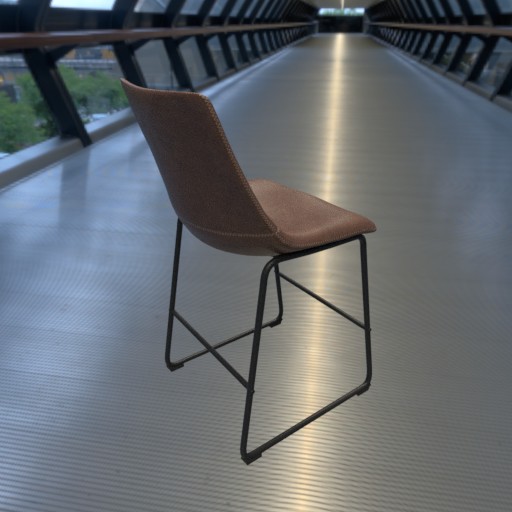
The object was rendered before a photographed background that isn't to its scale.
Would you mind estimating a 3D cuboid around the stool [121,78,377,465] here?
[{"bbox_3d":[0.000,0.000,1.190,0.550,0.890,0.460,-18,32,-32],"label":"stool"}]
